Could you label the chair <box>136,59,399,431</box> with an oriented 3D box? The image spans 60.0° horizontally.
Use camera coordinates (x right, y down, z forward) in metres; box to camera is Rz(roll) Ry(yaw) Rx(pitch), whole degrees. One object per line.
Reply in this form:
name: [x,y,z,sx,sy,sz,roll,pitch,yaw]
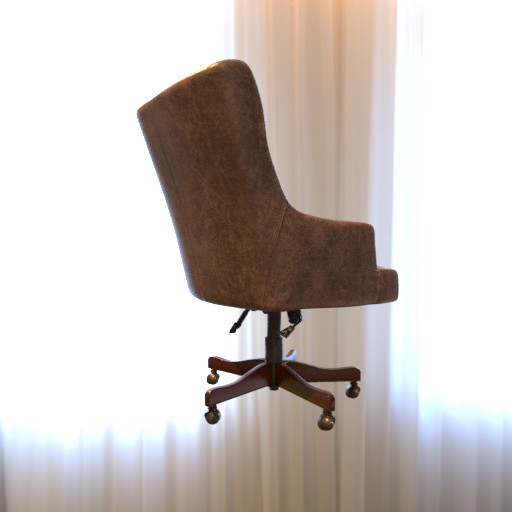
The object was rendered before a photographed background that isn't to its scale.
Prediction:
chair: [0.000,0.000,1.522,0.762,1.035,0.641,-1,2,-35]
